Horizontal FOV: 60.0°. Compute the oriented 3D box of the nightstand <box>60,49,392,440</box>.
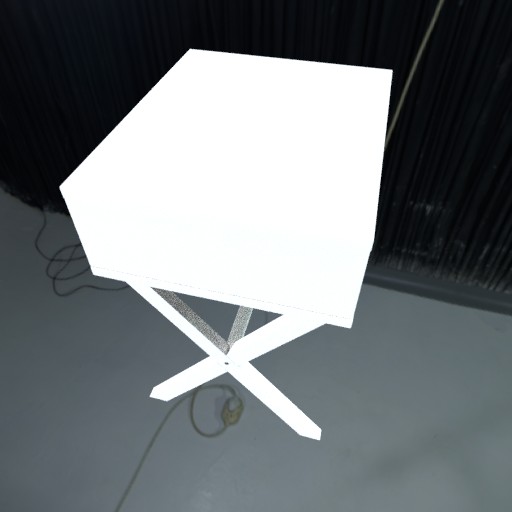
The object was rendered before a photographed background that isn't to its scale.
[{"bbox_3d":[0.000,0.000,0.922,0.402,0.623,0.479,11,46,10],"label":"nightstand"}]
